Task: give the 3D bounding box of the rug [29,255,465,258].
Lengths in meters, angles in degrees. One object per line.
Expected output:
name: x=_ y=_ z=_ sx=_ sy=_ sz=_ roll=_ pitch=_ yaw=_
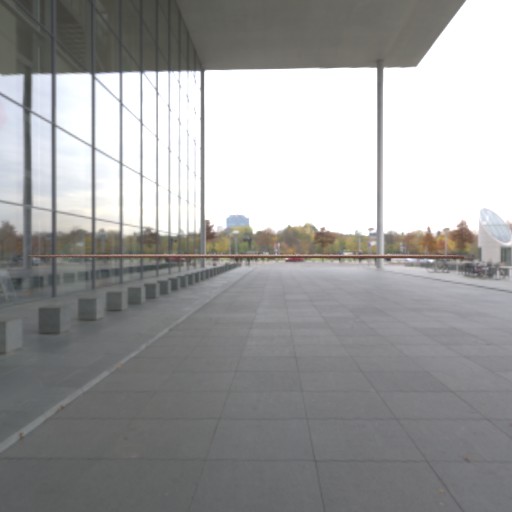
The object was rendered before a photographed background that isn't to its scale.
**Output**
rug: x=0.000 y=0.000 z=3.065 sx=2.438 sy=0.014 sz=1.524 roll=0 pitch=0 yaw=18
